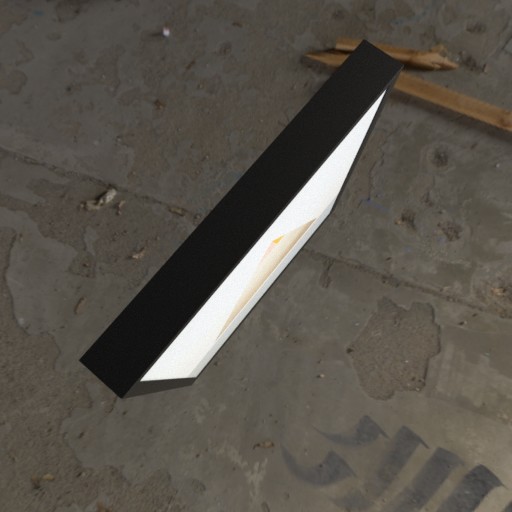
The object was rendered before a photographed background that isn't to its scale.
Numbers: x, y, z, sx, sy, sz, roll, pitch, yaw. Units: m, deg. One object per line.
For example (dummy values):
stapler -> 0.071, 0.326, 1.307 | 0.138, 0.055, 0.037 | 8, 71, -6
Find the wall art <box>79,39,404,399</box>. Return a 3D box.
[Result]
wall art -> 0.000, 0.000, 0.448 | 0.037, 0.303, 0.304 | 38, 78, 9
